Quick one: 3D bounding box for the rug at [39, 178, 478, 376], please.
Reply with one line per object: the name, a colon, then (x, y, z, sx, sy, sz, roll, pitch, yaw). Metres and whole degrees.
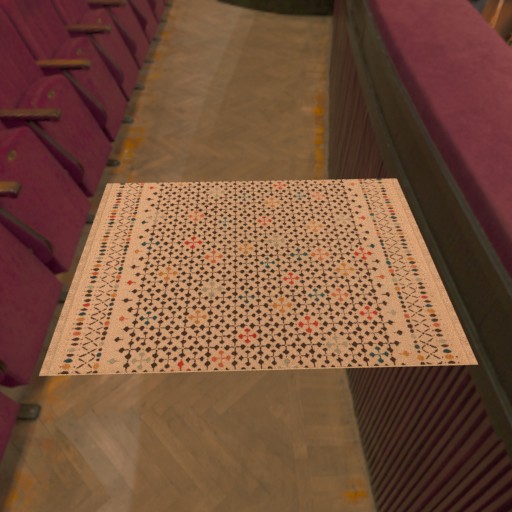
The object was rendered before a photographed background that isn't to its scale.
rug: (0.000, 0.000, 1.976, 1.556, 0.006, 1.146, -1, 45, -1)
